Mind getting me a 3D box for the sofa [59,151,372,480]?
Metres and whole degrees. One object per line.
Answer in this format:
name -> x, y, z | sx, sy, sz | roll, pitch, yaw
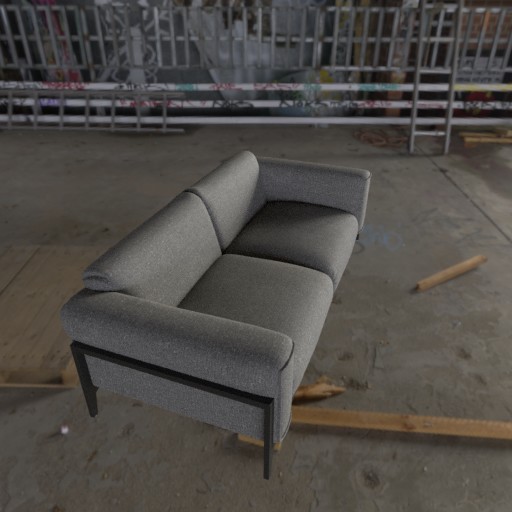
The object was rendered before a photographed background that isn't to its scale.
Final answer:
sofa -> 0.000, 0.000, 2.572 | 0.985, 0.703, 2.125 | 11, 33, 18
